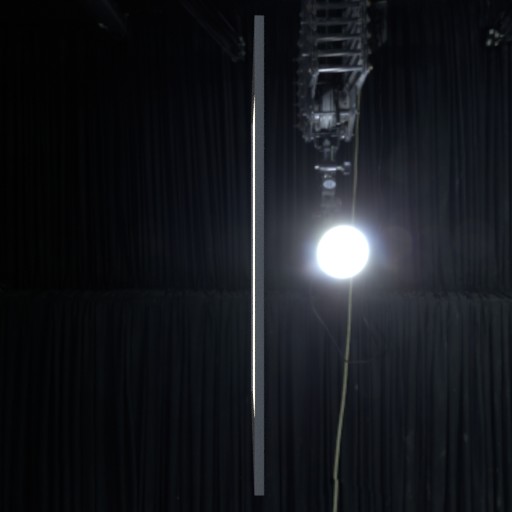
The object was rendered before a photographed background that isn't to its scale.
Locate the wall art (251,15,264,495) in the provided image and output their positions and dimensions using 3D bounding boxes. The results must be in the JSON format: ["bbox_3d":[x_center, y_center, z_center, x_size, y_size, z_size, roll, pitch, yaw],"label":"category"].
[{"bbox_3d":[0.000,0.000,0.835,0.013,0.657,0.457,0,-1,-1],"label":"wall art"}]
